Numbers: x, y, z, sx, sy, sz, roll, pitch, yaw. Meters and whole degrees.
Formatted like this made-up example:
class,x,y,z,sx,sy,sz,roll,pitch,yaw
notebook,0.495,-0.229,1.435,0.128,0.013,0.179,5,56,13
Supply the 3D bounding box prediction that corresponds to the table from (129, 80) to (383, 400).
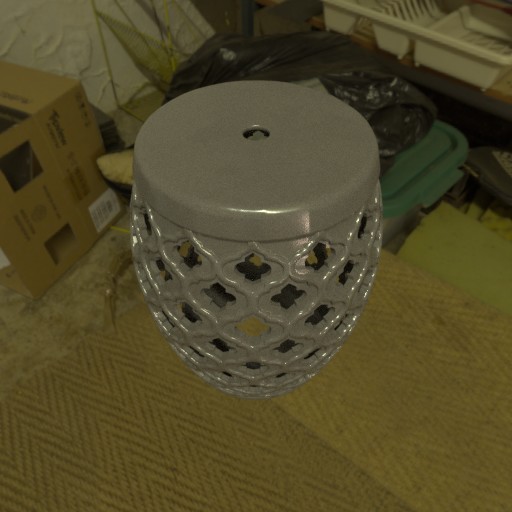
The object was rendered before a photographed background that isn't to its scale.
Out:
class,x,y,z,sx,sy,sz,roll,pitch,yaw
table,0.000,0.000,0.618,0.325,0.388,0.325,0,47,0
